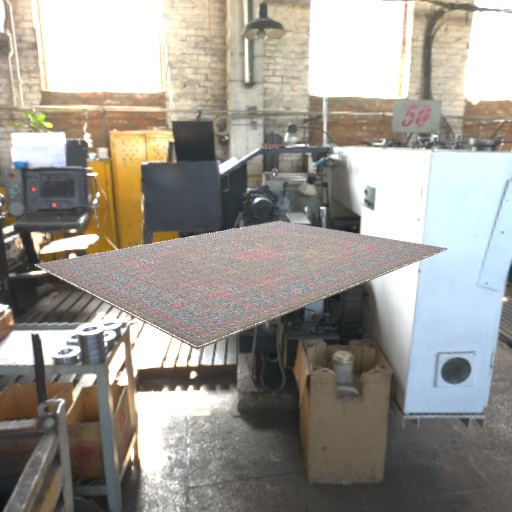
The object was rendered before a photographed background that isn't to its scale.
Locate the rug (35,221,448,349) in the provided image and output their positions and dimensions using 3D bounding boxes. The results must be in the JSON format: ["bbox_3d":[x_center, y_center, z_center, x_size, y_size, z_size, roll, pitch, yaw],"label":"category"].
[{"bbox_3d":[0.000,0.000,2.905,1.609,0.013,2.214,14,20,43],"label":"rug"}]
